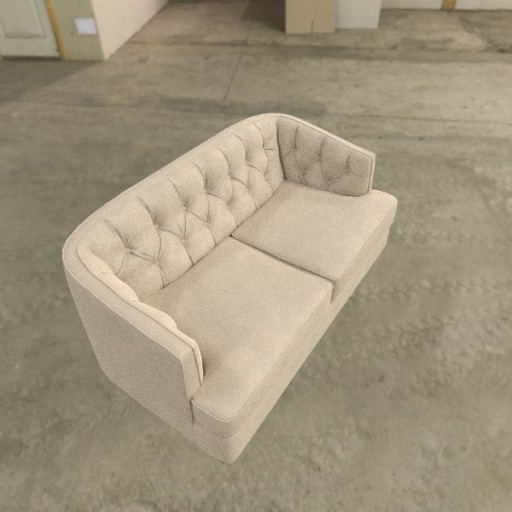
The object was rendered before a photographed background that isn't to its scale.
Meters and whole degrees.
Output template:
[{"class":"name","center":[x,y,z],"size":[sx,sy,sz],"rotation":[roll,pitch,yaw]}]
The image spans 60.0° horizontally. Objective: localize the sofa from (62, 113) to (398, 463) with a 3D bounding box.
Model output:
[{"class":"sofa","center":[0.000,0.000,2.309],"size":[0.940,0.878,1.731],"rotation":[24,47,25]}]
